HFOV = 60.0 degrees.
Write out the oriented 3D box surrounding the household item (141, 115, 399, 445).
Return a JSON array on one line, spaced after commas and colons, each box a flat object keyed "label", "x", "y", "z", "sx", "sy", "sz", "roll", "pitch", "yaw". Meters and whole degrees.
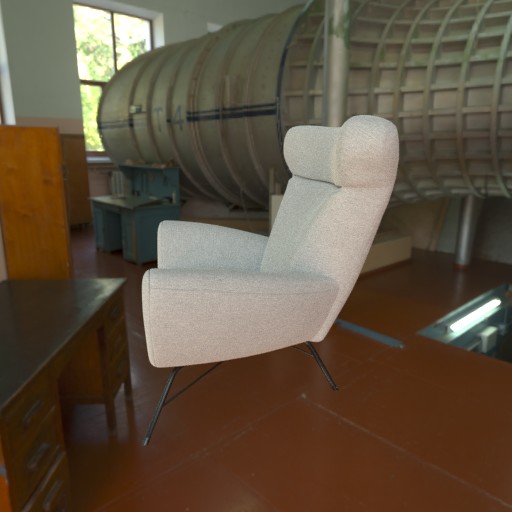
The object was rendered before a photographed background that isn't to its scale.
[{"label": "household item", "x": 0.000, "y": 0.000, "z": 1.802, "sx": 0.900, "sy": 1.050, "sz": 0.980, "roll": -2, "pitch": 14, "yaw": -9}]
